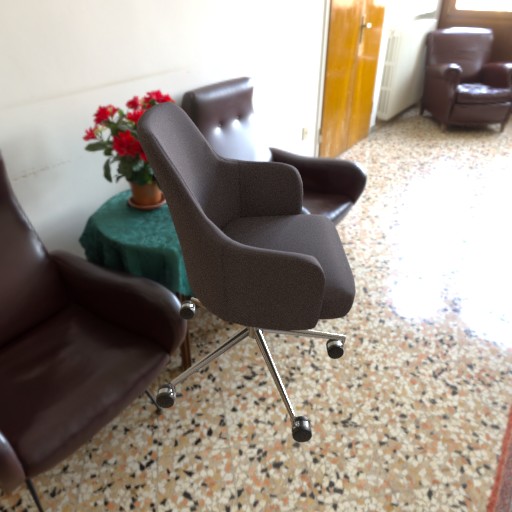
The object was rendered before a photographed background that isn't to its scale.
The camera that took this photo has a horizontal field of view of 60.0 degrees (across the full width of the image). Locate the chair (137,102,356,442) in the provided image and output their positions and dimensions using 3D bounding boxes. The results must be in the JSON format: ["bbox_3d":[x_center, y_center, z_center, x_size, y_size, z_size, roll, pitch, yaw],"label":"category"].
[{"bbox_3d":[0.000,0.000,1.290,0.600,0.820,0.655,0,33,0],"label":"chair"}]
